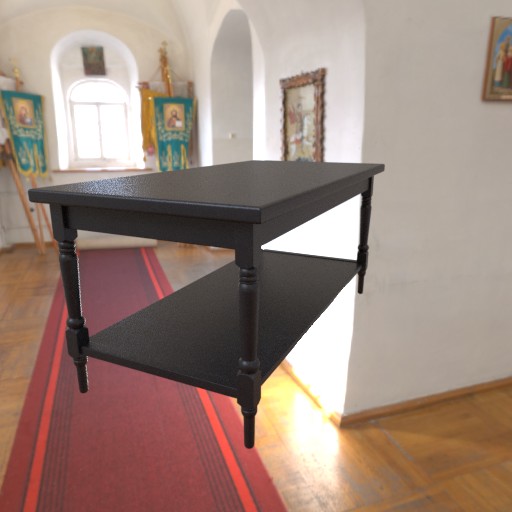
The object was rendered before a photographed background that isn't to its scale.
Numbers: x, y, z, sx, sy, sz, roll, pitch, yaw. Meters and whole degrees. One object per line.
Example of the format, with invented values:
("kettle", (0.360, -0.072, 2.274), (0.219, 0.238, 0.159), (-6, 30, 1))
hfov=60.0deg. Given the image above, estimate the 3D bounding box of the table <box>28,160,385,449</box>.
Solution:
("table", (0.000, 0.000, 1.378), (0.550, 0.510, 1.107), (7, 17, 25))
